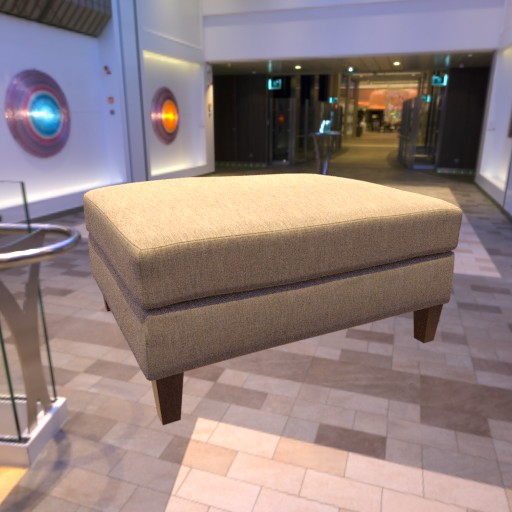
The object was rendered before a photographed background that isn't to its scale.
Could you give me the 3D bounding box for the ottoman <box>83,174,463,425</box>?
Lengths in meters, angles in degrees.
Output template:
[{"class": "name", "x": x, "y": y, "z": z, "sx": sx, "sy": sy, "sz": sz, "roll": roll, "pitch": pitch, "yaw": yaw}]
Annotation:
[{"class": "ottoman", "x": 0.000, "y": 0.000, "z": 1.485, "sx": 0.976, "sy": 0.492, "sz": 0.836, "roll": -9, "pitch": 19, "yaw": -26}]
